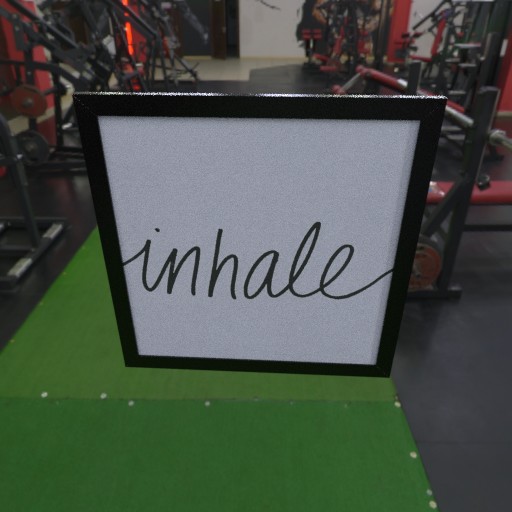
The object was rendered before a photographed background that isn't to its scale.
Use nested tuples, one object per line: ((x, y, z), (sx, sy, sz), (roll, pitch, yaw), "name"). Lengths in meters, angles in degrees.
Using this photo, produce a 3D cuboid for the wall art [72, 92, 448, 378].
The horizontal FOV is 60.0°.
((0.000, 0.000, 0.641), (0.446, 0.445, 0.014), (2, 30, 3), "wall art")
